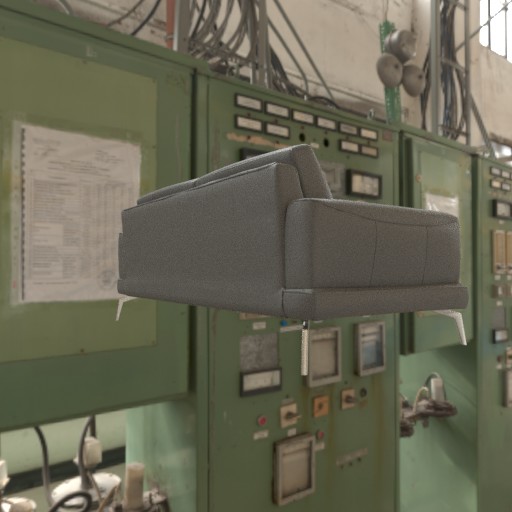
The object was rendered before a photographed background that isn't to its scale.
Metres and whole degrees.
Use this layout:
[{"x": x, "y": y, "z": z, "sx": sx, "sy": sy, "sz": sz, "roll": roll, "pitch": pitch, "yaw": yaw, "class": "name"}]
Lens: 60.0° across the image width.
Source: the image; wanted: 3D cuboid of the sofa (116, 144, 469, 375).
[{"x": 0.000, "y": 0.000, "z": 2.773, "sx": 1.121, "sy": 0.930, "sz": 2.177, "roll": 1, "pitch": -2, "yaw": -36, "class": "sofa"}]
